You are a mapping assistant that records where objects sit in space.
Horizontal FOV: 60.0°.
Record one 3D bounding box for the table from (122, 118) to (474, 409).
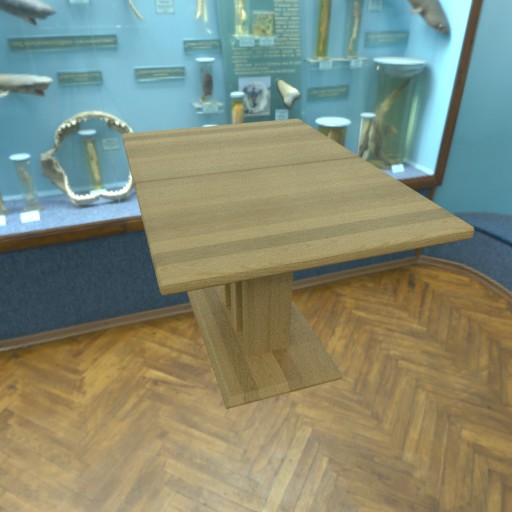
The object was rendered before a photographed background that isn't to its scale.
[{"bbox_3d":[0.000,0.000,1.874,0.900,0.770,1.300,-10,33,-16],"label":"table"}]
